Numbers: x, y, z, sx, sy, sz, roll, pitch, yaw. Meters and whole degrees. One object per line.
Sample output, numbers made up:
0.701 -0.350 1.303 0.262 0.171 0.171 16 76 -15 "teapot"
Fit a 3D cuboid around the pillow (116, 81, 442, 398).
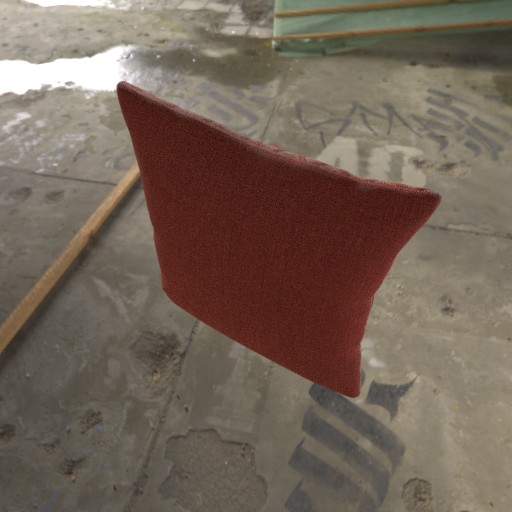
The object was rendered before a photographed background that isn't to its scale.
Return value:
0.000 0.000 0.659 0.429 0.434 0.159 25 52 21 "pillow"
